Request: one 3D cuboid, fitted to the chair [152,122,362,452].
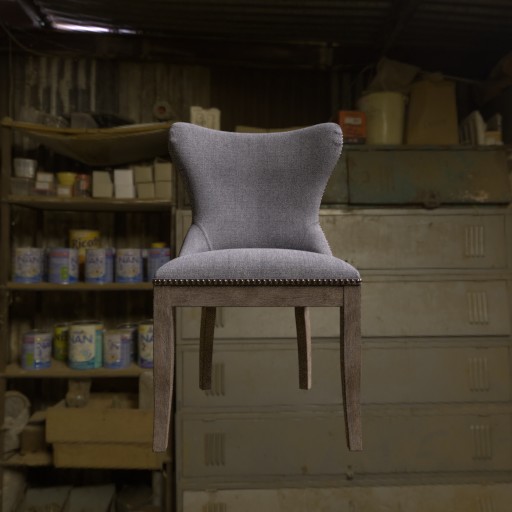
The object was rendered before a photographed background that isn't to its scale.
[{"bbox_3d":[0.000,0.000,1.467,0.654,1.002,0.681,0,0,-1],"label":"chair"}]
